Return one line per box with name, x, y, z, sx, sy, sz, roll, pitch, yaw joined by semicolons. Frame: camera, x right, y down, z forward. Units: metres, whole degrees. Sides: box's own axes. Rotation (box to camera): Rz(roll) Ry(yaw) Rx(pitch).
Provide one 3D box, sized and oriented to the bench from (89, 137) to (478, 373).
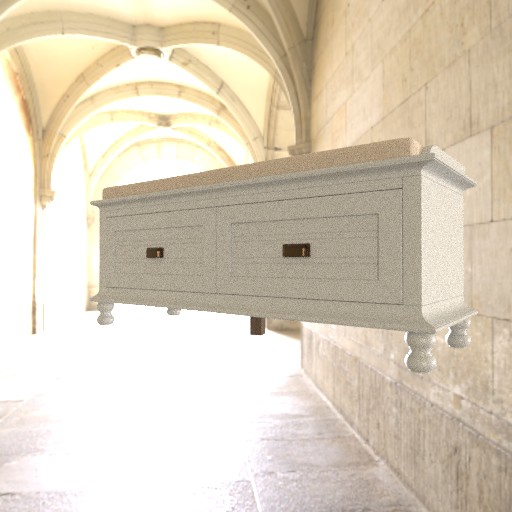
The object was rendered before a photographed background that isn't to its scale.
bench;0.000;0.000;1.384;1.185;0.486;0.402;0;-1;37
